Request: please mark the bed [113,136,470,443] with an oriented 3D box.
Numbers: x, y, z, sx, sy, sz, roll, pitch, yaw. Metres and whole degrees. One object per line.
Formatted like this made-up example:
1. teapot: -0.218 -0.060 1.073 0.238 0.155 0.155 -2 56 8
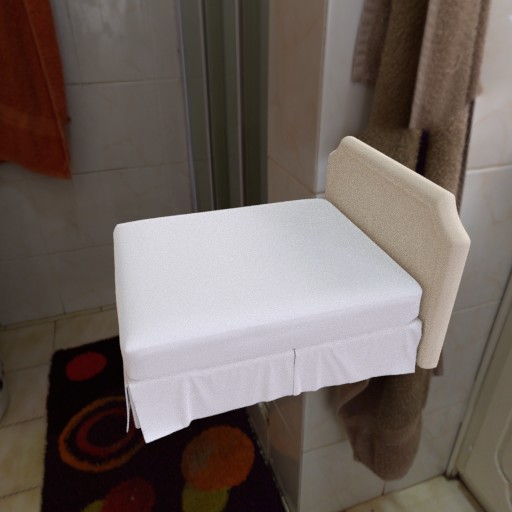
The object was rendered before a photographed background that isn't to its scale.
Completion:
1. bed: 0.000 0.000 3.362 2.209 1.296 1.827 -9 32 -14
